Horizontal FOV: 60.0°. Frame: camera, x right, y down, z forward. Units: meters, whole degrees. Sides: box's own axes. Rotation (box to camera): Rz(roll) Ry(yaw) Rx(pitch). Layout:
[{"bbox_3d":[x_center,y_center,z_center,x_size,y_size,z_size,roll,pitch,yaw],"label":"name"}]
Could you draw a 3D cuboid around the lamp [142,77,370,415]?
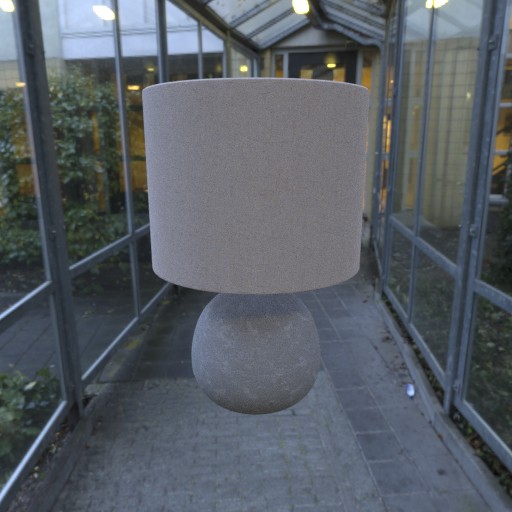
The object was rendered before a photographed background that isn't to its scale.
[{"bbox_3d":[0.000,0.000,0.589,0.269,0.409,0.269,2,14,9],"label":"lamp"}]
